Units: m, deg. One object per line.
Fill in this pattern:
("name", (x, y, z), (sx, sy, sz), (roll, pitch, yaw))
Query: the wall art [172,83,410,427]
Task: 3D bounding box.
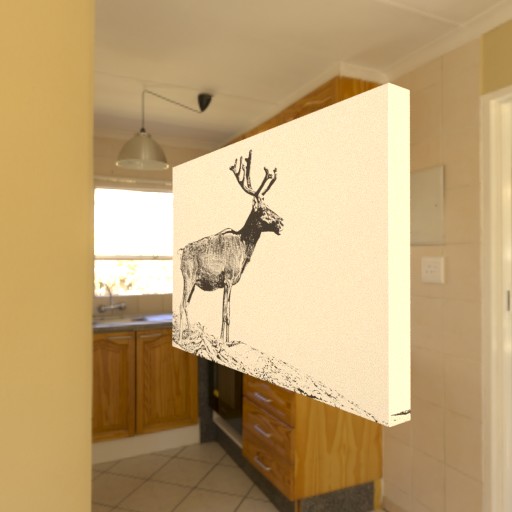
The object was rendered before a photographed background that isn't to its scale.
("wall art", (0.000, 0.000, 0.791), (0.042, 0.414, 0.608), (0, 0, -35))
